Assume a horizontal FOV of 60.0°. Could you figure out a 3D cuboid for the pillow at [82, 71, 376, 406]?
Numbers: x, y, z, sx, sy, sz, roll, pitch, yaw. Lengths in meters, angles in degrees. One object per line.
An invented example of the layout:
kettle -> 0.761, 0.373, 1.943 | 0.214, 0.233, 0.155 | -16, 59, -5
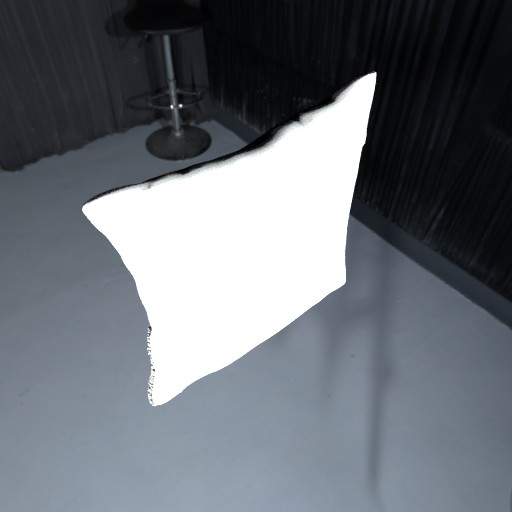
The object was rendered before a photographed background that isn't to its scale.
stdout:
pillow -> 0.000, 0.000, 0.722 | 0.475, 0.473, 0.178 | -31, 54, -26
